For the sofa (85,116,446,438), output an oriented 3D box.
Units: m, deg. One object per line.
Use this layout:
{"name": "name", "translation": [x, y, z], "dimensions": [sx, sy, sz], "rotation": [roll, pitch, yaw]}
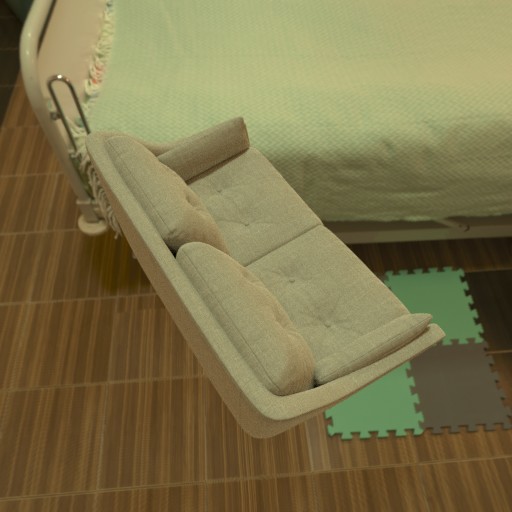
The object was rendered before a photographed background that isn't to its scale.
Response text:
{"name": "sofa", "translation": [0.000, 0.000, 2.194], "dimensions": [0.965, 0.888, 1.652], "rotation": [-29, 62, -17]}
